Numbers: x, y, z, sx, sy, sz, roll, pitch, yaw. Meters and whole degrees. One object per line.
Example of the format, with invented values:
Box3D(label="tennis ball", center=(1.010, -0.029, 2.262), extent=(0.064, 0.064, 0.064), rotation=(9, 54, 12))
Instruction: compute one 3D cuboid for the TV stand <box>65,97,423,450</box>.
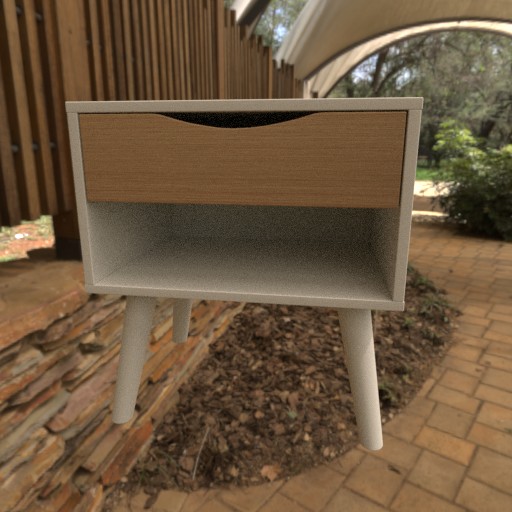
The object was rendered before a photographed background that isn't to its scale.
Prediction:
Box3D(label="TV stand", center=(0.000, 0.000, 0.883), extent=(0.508, 0.559, 0.405), rotation=(2, 15, 9))
